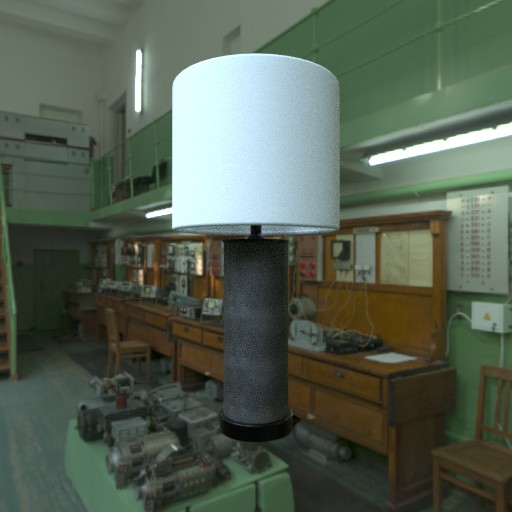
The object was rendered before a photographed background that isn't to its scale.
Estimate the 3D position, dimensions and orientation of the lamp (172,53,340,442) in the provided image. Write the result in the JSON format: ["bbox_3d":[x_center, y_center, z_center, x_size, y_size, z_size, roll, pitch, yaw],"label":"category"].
[{"bbox_3d":[0.000,0.000,0.822,0.305,0.634,0.305,0,0,-36],"label":"lamp"}]
